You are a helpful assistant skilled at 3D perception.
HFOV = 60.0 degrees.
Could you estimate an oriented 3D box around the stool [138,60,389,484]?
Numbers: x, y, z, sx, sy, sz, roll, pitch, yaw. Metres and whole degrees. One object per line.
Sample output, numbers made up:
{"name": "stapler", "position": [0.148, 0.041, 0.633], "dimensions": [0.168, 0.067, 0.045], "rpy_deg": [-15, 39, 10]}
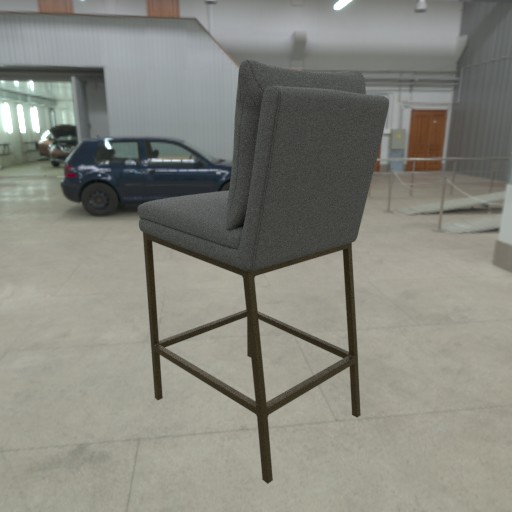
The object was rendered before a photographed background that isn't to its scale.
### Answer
{"name": "stool", "position": [0.000, 0.000, 1.325], "dimensions": [0.463, 1.030, 0.569], "rpy_deg": [-14, 21, -41]}
